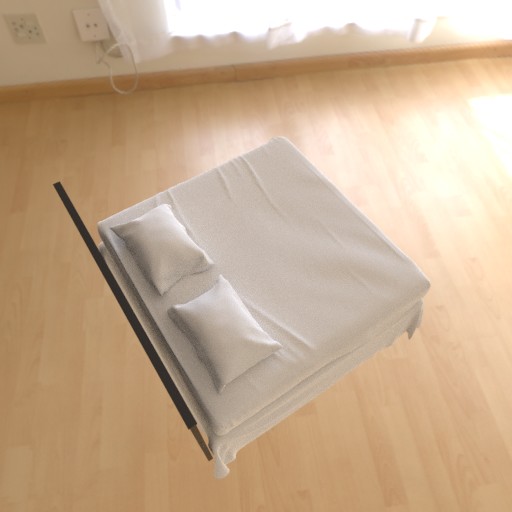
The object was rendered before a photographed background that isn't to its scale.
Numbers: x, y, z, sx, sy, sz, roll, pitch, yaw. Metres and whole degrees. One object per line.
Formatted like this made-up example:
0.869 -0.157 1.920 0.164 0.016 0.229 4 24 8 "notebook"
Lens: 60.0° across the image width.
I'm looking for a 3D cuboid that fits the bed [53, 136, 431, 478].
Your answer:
0.000 0.000 3.590 2.219 1.271 2.315 -29 62 -17 "bed"
